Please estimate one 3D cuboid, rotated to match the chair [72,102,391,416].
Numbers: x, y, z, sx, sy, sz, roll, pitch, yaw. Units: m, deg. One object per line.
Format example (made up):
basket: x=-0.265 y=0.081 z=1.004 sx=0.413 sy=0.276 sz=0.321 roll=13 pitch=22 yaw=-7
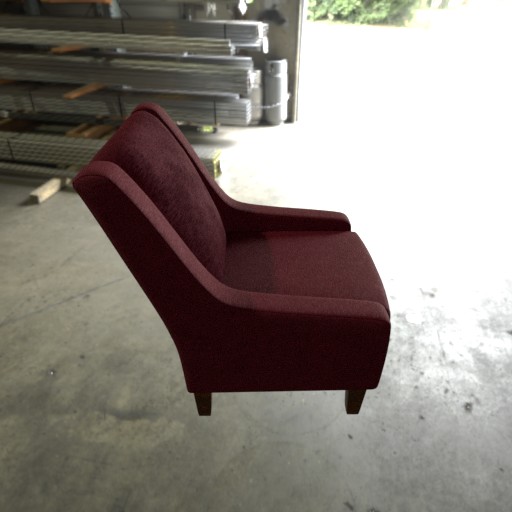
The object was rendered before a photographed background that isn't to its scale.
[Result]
chair: x=0.000 y=0.000 z=1.744 sx=0.985 sy=1.017 sz=0.793 roll=0 pitch=32 yaw=-1
